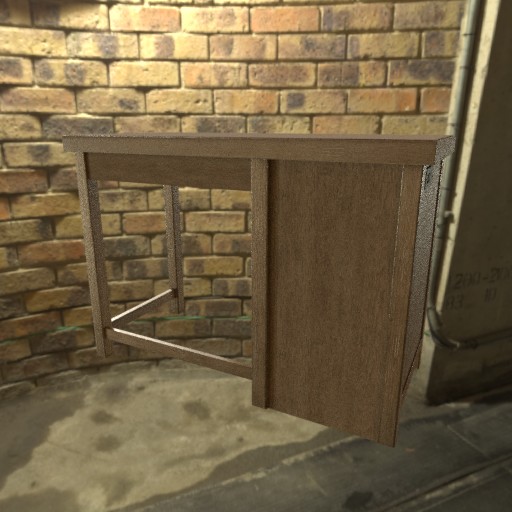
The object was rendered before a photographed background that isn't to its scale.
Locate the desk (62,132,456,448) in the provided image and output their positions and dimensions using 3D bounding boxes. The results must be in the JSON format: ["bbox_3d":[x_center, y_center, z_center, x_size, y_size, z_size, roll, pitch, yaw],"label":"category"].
[{"bbox_3d":[0.000,0.000,1.730,1.289,0.912,0.610,8,18,26],"label":"desk"}]
